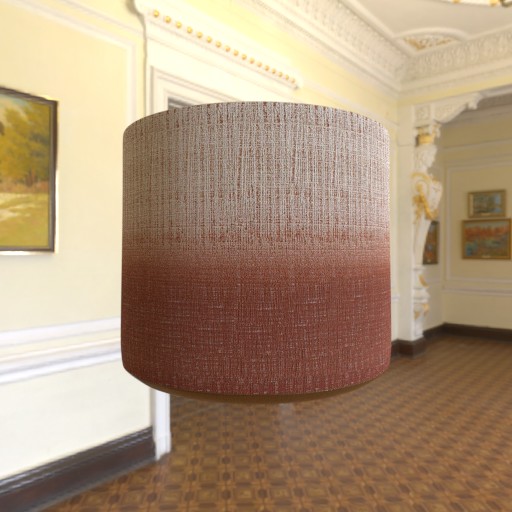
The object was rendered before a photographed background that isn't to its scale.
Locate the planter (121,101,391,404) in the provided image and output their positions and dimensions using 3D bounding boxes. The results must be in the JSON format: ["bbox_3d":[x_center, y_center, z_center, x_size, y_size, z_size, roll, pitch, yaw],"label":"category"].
[{"bbox_3d":[0.000,0.000,0.434,0.254,0.221,0.254,0,1,0],"label":"planter"}]
